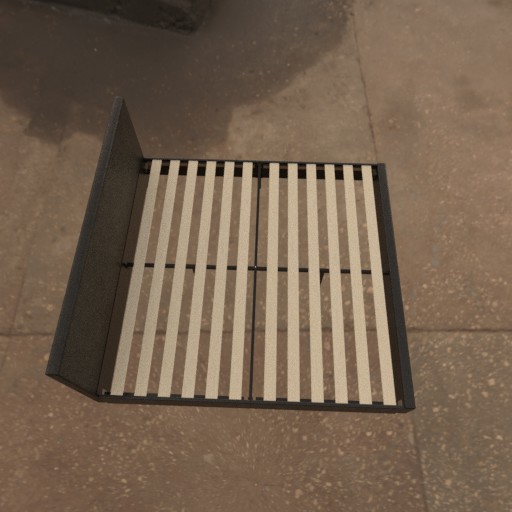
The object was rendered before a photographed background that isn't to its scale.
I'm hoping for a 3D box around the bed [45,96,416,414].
[{"bbox_3d":[0.000,0.000,3.224,2.152,1.046,2.018,2,63,1],"label":"bed"}]
